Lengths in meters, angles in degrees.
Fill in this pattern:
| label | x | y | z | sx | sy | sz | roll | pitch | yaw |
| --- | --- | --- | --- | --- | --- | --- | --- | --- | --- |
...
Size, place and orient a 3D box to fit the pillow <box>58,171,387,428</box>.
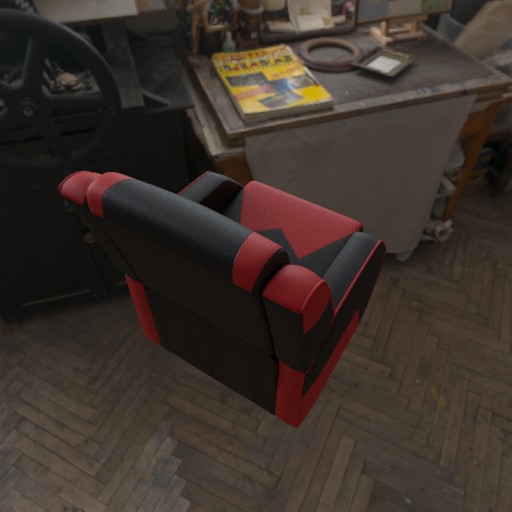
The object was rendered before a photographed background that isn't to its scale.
| label | x | y | z | sx | sy | sz | roll | pitch | yaw |
| --- | --- | --- | --- | --- | --- | --- | --- | --- | --- |
| pillow | 0.000 | 0.000 | 1.306 | 0.620 | 0.805 | 0.672 | 25 | 53 | 21 |
